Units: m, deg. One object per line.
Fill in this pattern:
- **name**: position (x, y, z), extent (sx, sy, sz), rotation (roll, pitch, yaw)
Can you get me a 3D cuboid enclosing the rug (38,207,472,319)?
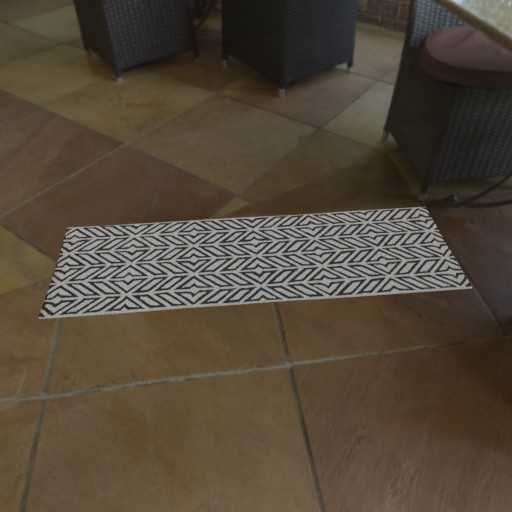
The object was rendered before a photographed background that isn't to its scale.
- **rug**: position (0.000, 0.000, 2.738), extent (2.435, 0.009, 0.750), rotation (-4, 45, -4)
